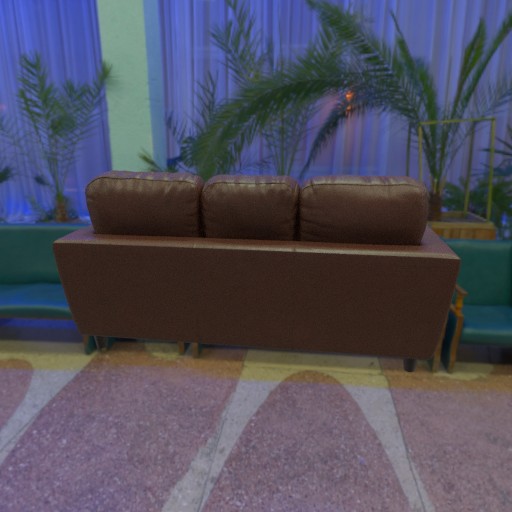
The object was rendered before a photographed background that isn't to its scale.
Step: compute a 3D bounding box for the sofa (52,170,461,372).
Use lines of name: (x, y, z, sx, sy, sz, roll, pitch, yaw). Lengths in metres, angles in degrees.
sofa: (0.000, 0.000, 2.380, 1.862, 0.915, 0.802, 2, 16, 8)
